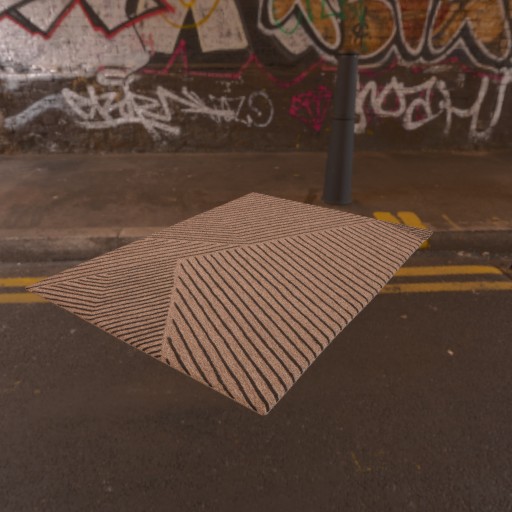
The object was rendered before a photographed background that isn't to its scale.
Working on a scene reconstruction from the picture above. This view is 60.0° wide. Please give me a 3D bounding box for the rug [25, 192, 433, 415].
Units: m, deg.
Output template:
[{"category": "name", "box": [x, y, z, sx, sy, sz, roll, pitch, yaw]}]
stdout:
[{"category": "rug", "box": [0.000, 0.000, 3.197, 1.829, 0.028, 2.449, 17, 30, 32]}]
